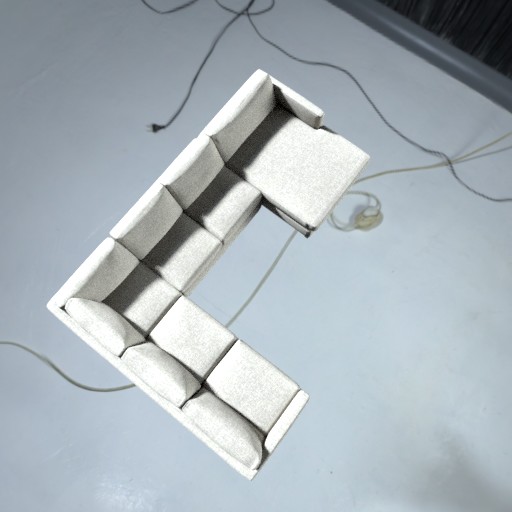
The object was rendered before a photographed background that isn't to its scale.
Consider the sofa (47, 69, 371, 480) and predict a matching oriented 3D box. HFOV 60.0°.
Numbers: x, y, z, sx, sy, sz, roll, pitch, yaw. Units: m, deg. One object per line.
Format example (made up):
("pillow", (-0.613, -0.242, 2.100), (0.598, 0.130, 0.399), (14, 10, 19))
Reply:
("sofa", (0.000, 0.000, 4.701), (2.593, 0.959, 3.460), (37, 78, 9))
